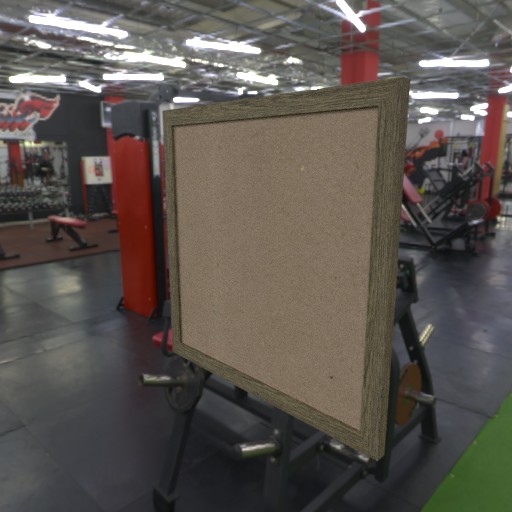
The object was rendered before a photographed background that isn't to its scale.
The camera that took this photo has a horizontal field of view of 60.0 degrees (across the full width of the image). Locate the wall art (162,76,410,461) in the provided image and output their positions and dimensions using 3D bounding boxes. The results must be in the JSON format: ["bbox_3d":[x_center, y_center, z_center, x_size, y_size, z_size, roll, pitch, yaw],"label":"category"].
[{"bbox_3d":[0.000,0.000,0.753,0.019,0.508,0.508,-12,17,-43],"label":"wall art"}]
